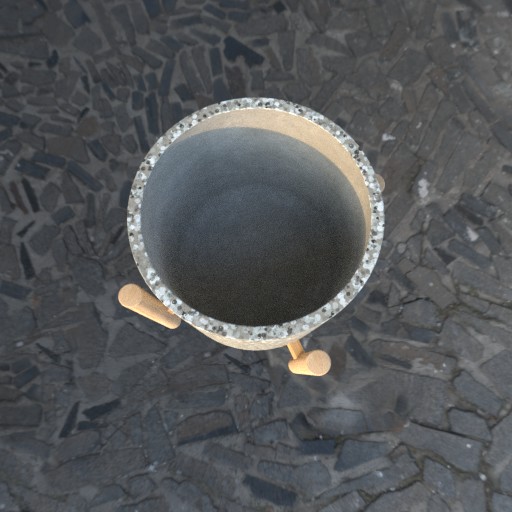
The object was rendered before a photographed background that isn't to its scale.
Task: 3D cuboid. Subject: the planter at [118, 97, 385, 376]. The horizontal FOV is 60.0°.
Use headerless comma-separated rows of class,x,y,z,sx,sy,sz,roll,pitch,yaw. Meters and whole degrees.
planter,0.000,0.000,0.538,0.284,0.320,0.284,-3,76,-1
